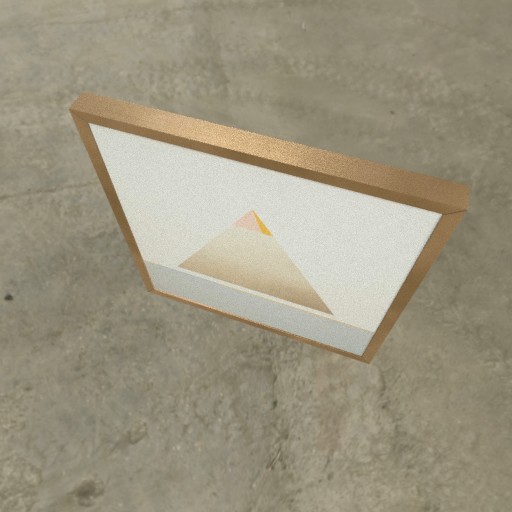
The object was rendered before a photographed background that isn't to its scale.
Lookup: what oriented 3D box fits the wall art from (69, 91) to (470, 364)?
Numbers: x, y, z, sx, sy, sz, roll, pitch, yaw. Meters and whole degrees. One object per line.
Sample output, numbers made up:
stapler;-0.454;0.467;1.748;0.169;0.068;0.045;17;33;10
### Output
wall art;0.000;0.000;0.764;0.513;0.511;0.038;17;59;10
